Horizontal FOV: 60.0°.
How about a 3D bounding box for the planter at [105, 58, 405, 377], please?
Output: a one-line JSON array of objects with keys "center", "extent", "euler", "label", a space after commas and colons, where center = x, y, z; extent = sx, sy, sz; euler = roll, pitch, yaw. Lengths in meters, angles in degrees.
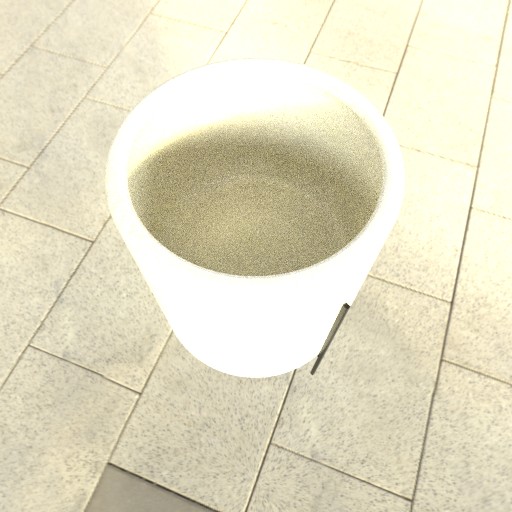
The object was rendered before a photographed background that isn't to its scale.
[{"center": [0.000, 0.000, 0.695], "extent": [0.324, 0.483, 0.333], "euler": [17, 64, 8], "label": "planter"}]
